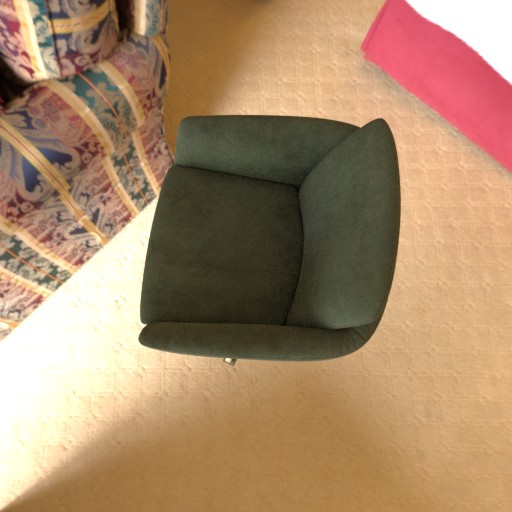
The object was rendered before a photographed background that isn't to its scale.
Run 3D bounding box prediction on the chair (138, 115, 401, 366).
[{"bbox_3d":[0.000,0.000,1.332,0.635,0.908,0.641,6,74,2],"label":"chair"}]
